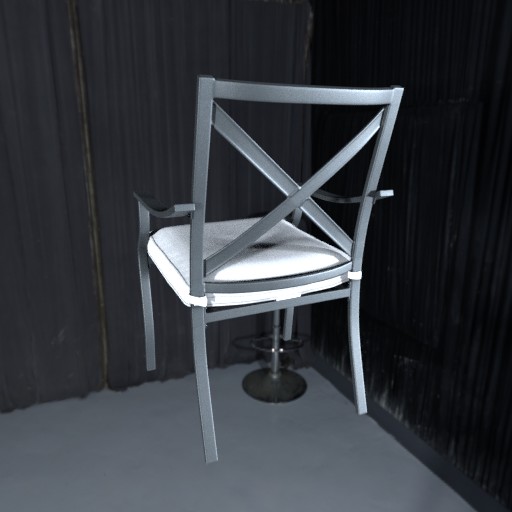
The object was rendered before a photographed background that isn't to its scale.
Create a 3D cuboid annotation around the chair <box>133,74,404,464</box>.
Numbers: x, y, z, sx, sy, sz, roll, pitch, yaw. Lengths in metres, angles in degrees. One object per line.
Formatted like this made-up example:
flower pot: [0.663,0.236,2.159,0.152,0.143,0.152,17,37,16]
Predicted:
chair: [0.000,0.000,1.270,0.575,0.889,0.620,-7,17,-24]
